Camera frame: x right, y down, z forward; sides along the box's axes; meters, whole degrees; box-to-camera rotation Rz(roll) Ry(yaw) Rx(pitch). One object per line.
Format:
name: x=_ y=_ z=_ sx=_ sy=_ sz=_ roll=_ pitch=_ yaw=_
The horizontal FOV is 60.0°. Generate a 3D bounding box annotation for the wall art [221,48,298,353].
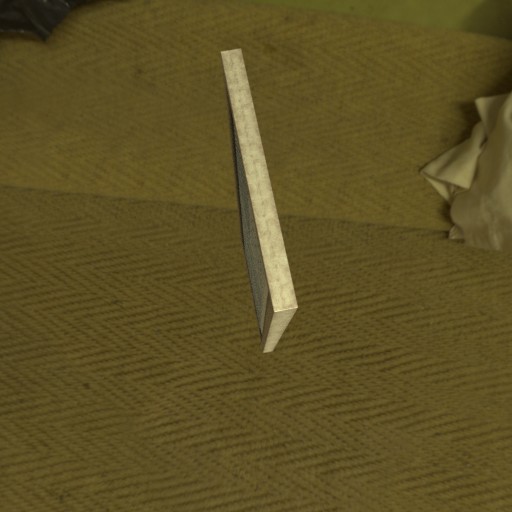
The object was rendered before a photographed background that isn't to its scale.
wall art: x=0.000 y=0.000 z=1.698 sx=0.051 sy=1.461 sz=0.648 roll=-11 pitch=75 yaw=-3
